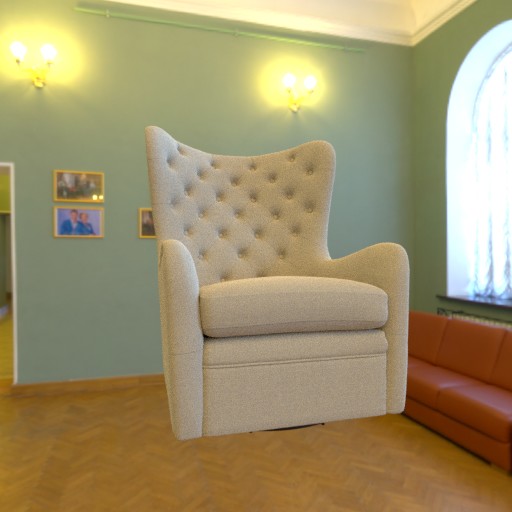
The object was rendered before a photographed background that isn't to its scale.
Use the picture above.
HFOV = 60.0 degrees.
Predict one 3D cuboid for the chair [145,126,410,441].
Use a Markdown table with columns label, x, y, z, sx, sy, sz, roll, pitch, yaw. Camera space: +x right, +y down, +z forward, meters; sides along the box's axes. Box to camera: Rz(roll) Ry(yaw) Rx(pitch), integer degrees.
| label | x | y | z | sx | sy | sz | roll | pitch | yaw |
| --- | --- | --- | --- | --- | --- | --- | --- | --- | --- |
| chair | 0.000 | 0.000 | 1.750 | 0.831 | 1.079 | 0.929 | 0 | 1 | -17 |
